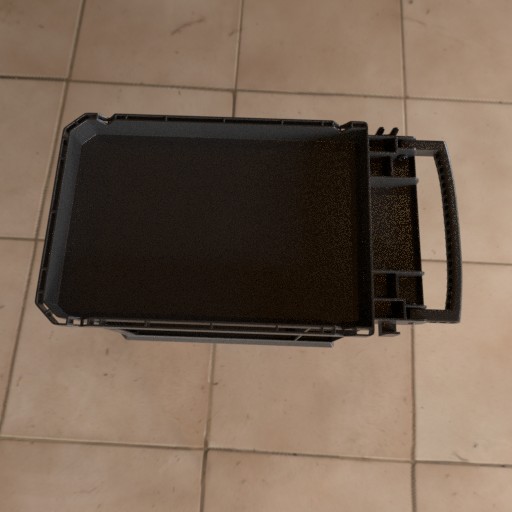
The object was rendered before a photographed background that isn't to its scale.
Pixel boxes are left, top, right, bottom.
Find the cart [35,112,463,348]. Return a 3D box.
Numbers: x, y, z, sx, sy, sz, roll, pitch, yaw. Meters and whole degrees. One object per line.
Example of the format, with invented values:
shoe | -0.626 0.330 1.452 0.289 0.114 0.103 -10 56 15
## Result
cart | 0.000 0.000 1.749 1.239 0.884 0.674 2 75 1
